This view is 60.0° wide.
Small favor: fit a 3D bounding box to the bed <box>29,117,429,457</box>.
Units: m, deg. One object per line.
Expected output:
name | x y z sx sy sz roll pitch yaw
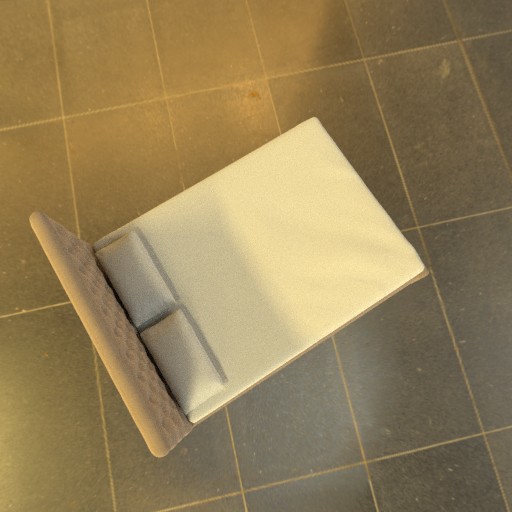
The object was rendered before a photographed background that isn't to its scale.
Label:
bed | 0.000 0.000 3.443 2.387 1.427 1.698 -31 78 -7
